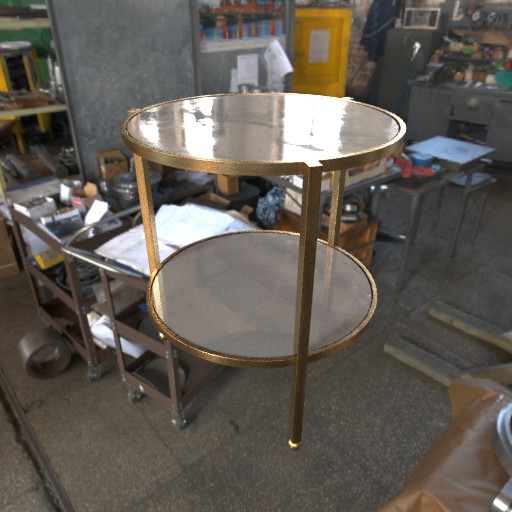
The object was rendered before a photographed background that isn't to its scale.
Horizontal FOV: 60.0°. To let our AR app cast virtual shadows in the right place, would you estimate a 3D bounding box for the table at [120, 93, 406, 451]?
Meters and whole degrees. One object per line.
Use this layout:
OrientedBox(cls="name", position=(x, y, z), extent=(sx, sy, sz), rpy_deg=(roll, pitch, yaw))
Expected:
OrientedBox(cls="table", position=(0.000, 0.000, 0.441), extent=(0.243, 0.269, 0.231), rpy_deg=(8, 31, 14))
